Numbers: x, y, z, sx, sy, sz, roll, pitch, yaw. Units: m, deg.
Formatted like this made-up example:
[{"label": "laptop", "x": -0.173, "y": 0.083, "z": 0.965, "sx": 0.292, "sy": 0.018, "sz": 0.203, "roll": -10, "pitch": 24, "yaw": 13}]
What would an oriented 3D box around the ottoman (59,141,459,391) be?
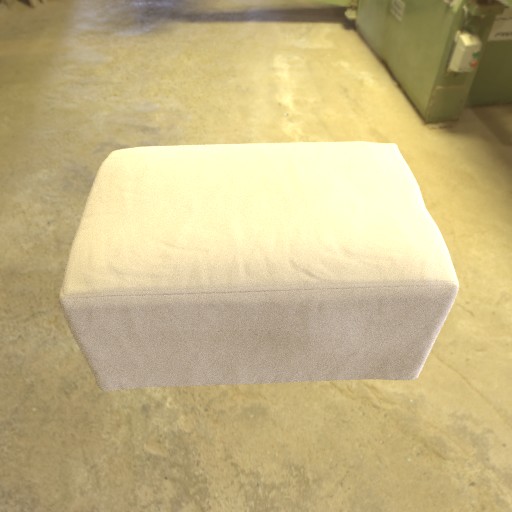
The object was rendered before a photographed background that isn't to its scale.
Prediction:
[{"label": "ottoman", "x": 0.000, "y": 0.000, "z": 1.219, "sx": 0.872, "sy": 0.444, "sz": 0.590, "roll": -2, "pitch": 47, "yaw": -2}]
